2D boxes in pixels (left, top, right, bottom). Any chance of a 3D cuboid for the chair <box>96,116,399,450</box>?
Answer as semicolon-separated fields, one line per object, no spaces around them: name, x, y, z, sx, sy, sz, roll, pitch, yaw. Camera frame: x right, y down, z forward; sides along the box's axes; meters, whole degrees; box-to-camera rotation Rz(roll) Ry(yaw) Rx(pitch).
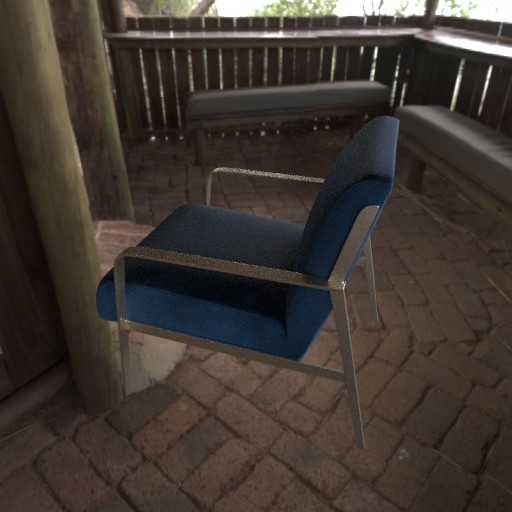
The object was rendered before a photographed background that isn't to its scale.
chair;0.000;0.000;1.462;0.859;0.831;0.692;9;32;14
